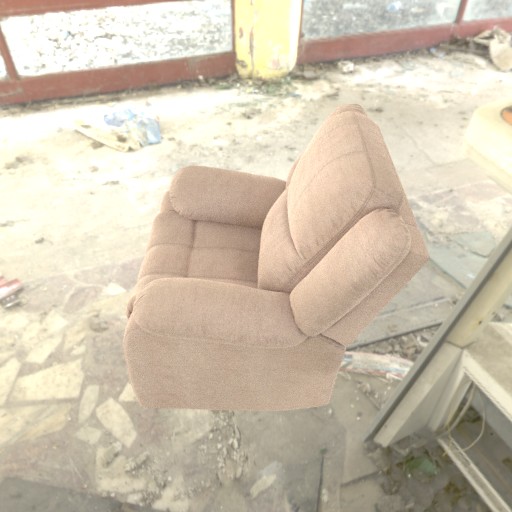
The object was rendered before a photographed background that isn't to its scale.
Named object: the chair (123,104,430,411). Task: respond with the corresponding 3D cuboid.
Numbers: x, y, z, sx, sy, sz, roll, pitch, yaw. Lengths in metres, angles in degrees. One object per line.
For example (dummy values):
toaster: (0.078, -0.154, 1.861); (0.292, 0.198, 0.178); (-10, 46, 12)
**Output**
chair: (0.000, 0.000, 1.707); (0.944, 1.008, 0.899); (1, 42, 1)
